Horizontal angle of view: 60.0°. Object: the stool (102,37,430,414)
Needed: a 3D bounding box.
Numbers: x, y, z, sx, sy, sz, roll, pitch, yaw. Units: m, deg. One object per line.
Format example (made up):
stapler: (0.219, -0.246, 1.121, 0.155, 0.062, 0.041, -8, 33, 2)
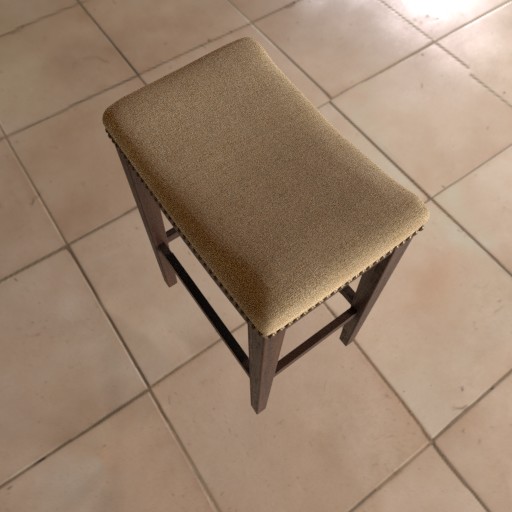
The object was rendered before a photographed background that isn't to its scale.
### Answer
stool: (0.000, 0.000, 1.048, 0.363, 0.768, 0.509, -33, 68, -15)
